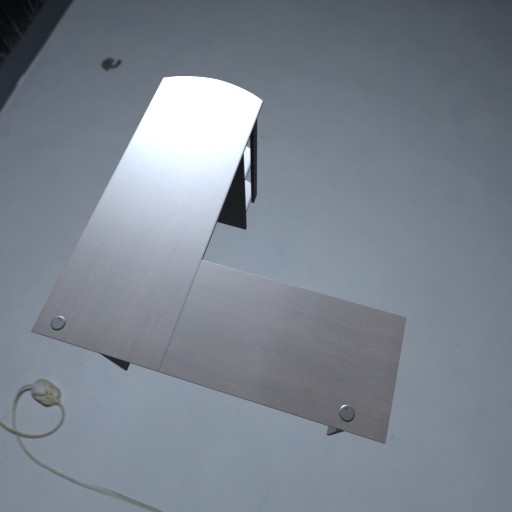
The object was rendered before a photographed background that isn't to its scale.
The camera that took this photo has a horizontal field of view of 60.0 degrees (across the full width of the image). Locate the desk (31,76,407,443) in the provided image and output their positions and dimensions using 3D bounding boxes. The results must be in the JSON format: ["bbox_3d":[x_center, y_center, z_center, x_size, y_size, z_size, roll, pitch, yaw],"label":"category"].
[{"bbox_3d":[0.000,0.000,2.131,1.303,0.716,1.361,15,66,7],"label":"desk"}]
